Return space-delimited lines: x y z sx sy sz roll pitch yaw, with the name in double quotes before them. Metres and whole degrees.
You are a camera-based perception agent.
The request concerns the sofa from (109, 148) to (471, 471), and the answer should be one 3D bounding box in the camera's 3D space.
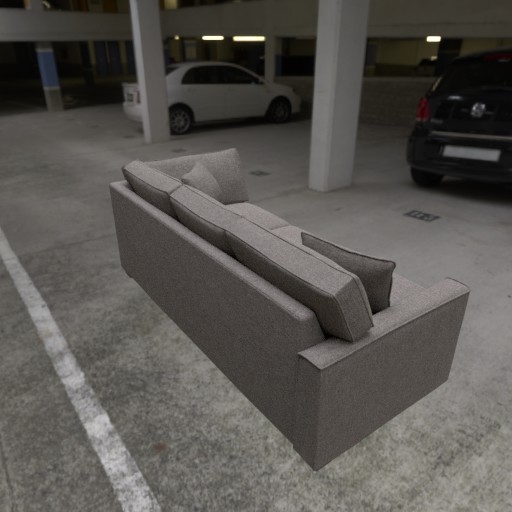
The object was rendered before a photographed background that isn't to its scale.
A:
"sofa" 0.000 0.000 2.823 1.061 0.962 2.317 -18 32 -32
